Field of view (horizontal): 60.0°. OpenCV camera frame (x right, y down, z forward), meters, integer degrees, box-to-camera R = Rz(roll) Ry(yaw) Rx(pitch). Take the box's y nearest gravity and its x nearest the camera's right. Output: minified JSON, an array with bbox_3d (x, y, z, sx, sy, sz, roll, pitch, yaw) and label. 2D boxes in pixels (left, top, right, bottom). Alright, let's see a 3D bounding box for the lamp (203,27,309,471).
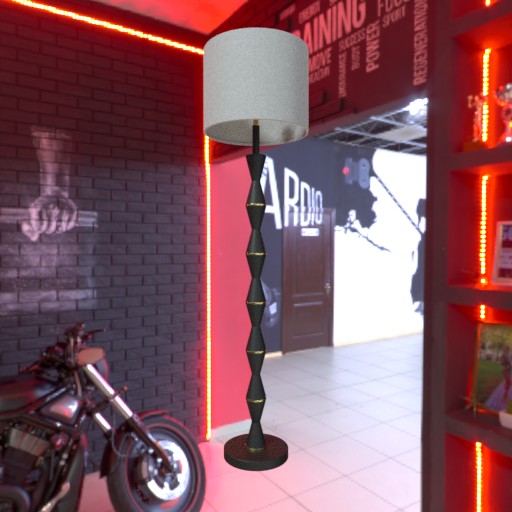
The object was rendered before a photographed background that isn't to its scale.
[{"bbox_3d":[0.000,0.000,1.632,0.381,1.480,0.381,0,1,-1],"label":"lamp"}]
